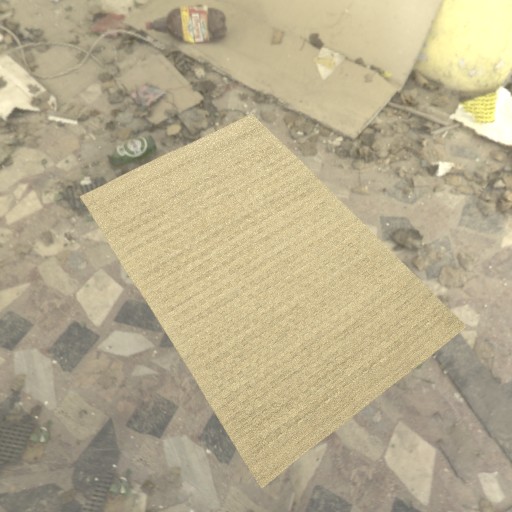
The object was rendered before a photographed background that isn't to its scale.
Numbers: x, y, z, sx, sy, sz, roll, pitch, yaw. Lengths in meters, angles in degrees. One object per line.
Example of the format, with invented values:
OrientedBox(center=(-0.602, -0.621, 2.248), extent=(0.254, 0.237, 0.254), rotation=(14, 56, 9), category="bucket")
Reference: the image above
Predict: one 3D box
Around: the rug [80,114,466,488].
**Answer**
OrientedBox(center=(0.000, 0.000, 2.959), extent=(1.532, 0.018, 2.297), rotation=(-31, 64, -17), category="rug")
